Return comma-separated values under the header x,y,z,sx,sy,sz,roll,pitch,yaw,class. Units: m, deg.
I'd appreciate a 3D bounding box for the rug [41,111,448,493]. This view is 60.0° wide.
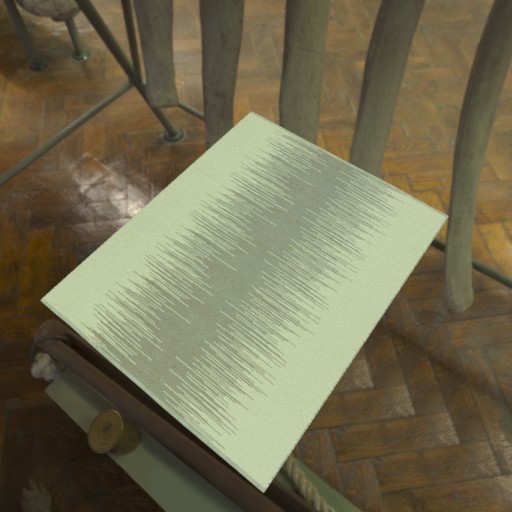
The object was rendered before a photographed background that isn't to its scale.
x,y,z,sx,sy,sz,roll,pitch,yaw,class
0.000,0.000,4.115,2.453,0.010,3.037,33,65,18,rug
